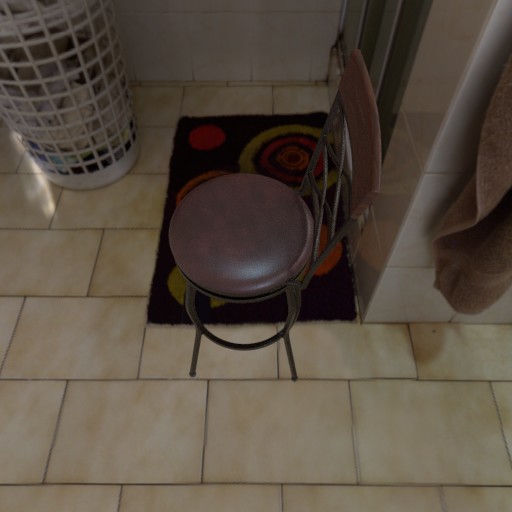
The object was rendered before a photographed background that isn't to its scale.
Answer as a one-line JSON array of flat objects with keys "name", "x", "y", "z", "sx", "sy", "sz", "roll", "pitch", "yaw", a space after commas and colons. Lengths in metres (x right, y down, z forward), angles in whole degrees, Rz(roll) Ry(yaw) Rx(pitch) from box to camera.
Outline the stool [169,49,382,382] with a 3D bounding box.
[{"name": "stool", "x": 0.000, "y": 0.000, "z": 1.400, "sx": 0.513, "sy": 1.130, "sz": 0.448, "roll": 2, "pitch": 57, "yaw": 1}]
